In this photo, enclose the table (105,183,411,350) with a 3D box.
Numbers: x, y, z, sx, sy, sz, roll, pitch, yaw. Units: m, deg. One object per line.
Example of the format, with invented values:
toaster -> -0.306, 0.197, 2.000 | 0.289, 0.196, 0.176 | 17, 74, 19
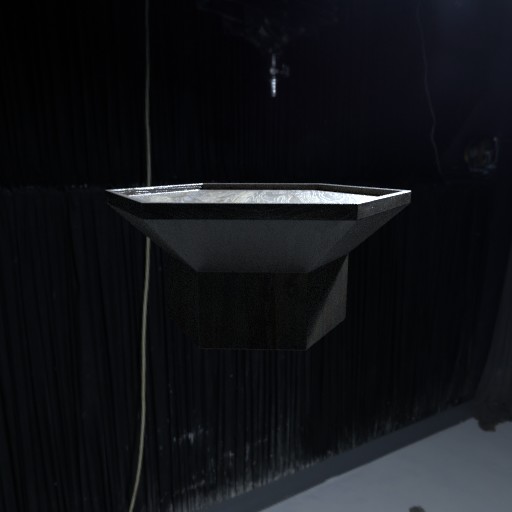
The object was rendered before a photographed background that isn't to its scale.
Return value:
table -> 0.000, 0.000, 1.664 | 0.966, 0.488, 1.115 | -6, 14, -27
